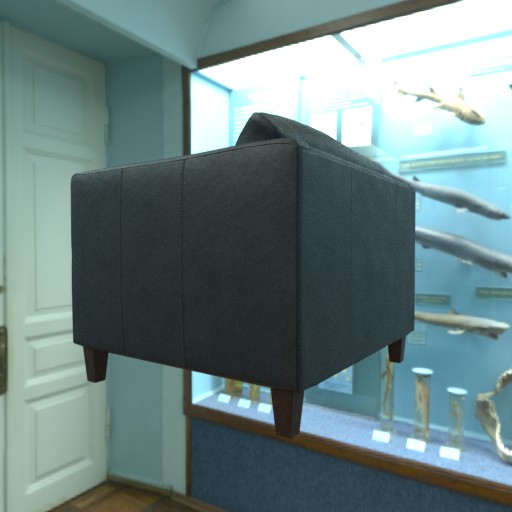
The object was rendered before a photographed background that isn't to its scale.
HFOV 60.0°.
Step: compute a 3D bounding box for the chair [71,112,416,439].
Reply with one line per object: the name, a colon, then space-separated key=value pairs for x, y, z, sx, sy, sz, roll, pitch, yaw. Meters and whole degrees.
chair: x=0.000 y=0.000 z=1.574 sx=0.862 sy=0.811 sz=0.939 roll=1 pitch=1 yaw=35
